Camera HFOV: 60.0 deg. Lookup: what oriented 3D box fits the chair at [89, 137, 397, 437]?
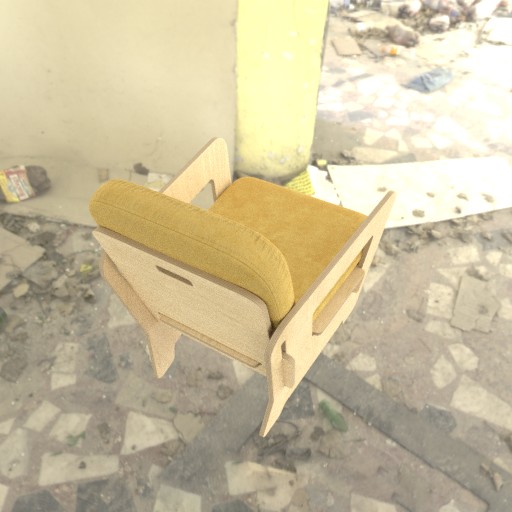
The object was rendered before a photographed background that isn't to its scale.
[{"bbox_3d":[0.000,0.000,1.285,0.590,0.800,0.710,22,49,21],"label":"chair"}]
